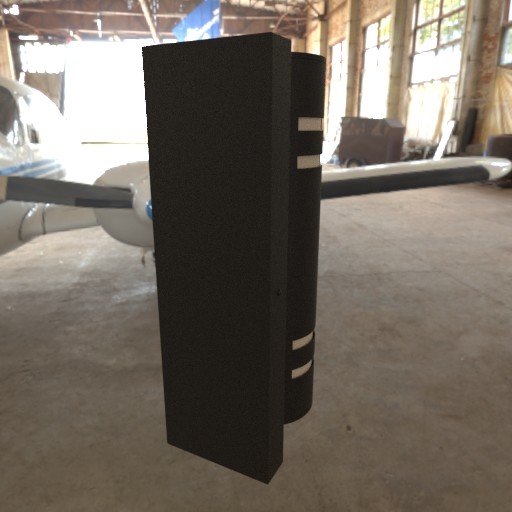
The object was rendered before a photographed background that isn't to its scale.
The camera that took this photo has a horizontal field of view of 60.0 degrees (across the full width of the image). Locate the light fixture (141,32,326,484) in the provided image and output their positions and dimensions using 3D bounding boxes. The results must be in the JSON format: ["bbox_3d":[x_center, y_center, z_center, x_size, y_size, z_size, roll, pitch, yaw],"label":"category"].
[{"bbox_3d":[0.000,0.000,0.396,0.105,0.330,0.149,9,18,27],"label":"light fixture"}]
